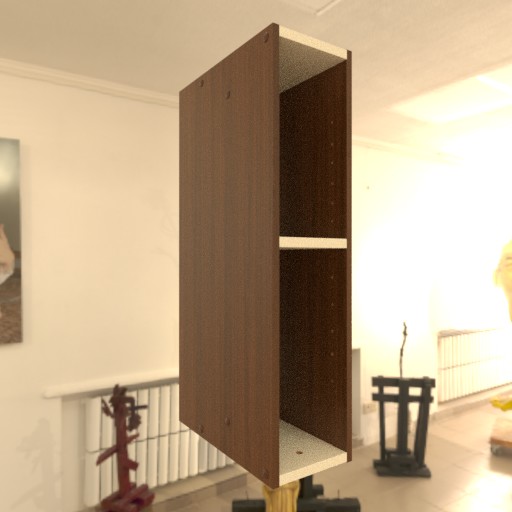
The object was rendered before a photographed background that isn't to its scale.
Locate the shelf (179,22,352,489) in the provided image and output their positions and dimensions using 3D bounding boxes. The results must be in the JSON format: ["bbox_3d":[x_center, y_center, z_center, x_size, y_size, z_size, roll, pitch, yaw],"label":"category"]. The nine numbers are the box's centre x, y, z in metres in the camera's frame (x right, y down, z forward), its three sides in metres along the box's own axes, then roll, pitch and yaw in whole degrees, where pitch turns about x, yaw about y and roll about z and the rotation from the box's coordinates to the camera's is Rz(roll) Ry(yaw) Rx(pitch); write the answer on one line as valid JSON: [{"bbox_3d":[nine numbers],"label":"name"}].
[{"bbox_3d":[0.000,0.000,0.729,0.147,0.600,0.290,0,0,-34],"label":"shelf"}]
